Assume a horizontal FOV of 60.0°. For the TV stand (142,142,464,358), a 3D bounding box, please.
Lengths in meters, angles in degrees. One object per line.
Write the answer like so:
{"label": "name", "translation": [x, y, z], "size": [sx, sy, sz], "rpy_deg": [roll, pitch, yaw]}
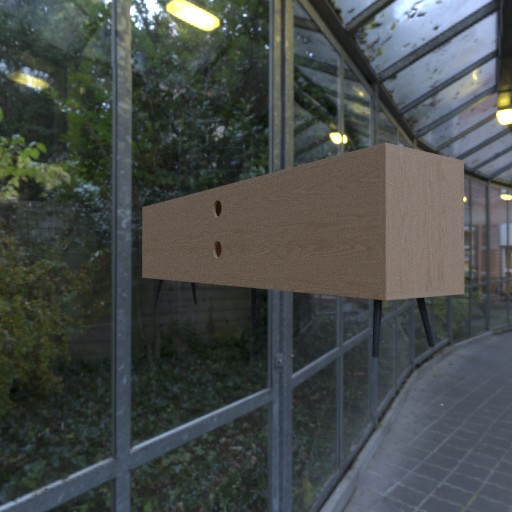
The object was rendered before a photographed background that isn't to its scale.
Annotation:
{"label": "TV stand", "translation": [0.000, 0.000, 1.992], "size": [0.400, 0.580, 1.760], "rpy_deg": [0, -1, -35]}
